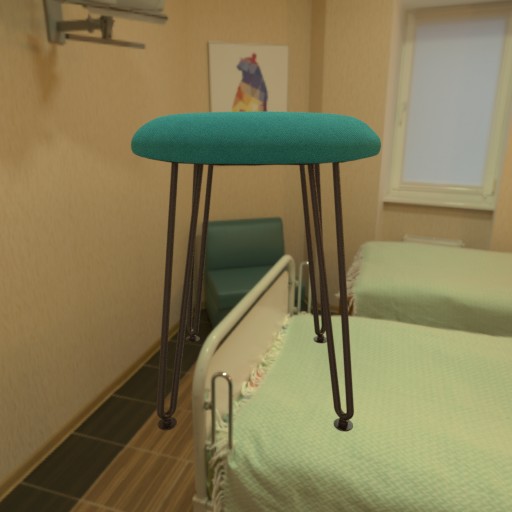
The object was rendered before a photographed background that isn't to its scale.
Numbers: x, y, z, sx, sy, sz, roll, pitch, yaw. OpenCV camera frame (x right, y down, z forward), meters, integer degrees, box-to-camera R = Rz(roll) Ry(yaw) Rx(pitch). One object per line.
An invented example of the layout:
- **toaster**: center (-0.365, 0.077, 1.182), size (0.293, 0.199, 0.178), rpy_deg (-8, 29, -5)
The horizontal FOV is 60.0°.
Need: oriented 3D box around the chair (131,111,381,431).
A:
- **chair**: center (0.000, 0.000, 0.694), size (0.350, 0.430, 0.350), rpy_deg (-3, 18, -11)
